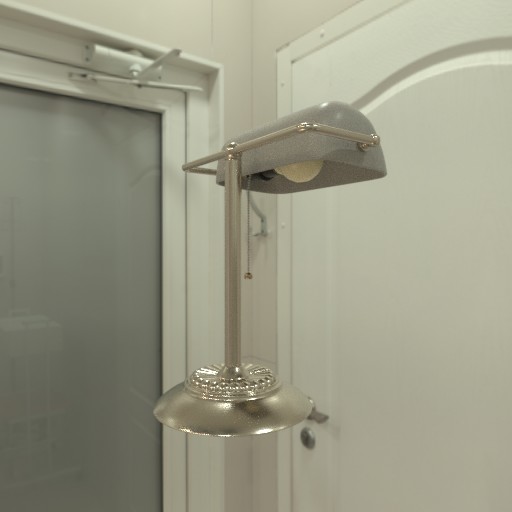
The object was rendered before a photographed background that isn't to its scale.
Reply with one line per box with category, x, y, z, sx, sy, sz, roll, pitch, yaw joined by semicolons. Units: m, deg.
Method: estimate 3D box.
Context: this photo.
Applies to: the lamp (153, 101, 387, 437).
lamp;0.000;0.000;0.523;0.243;0.339;0.264;0;1;-36
